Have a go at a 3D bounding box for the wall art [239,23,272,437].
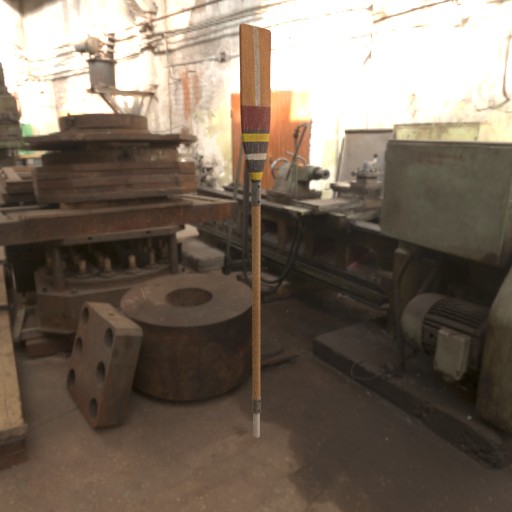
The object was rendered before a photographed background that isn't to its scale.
[{"bbox_3d":[0.000,0.000,1.652,0.038,1.556,0.146,13,20,42],"label":"wall art"}]
